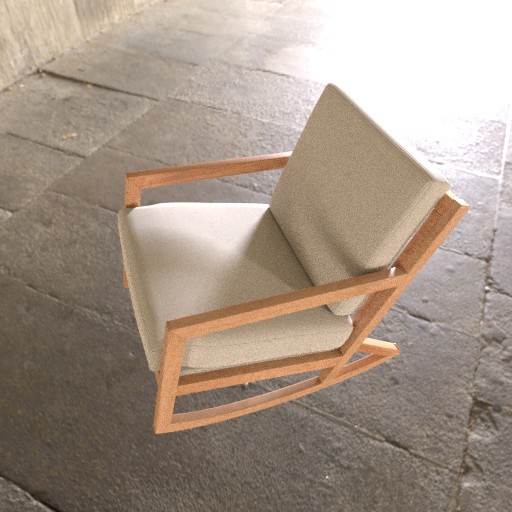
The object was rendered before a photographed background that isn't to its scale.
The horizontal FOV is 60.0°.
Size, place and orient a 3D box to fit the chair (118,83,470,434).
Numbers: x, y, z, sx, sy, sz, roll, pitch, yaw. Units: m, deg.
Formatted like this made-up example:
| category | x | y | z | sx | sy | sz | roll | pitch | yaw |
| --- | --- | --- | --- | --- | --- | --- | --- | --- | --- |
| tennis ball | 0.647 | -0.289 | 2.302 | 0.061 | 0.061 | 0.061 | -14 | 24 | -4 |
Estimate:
| category | x | y | z | sx | sy | sz | roll | pitch | yaw |
| --- | --- | --- | --- | --- | --- | --- | --- | --- | --- |
| chair | 0.000 | 0.000 | 1.386 | 0.857 | 0.790 | 0.622 | -15 | 49 | -14 |
